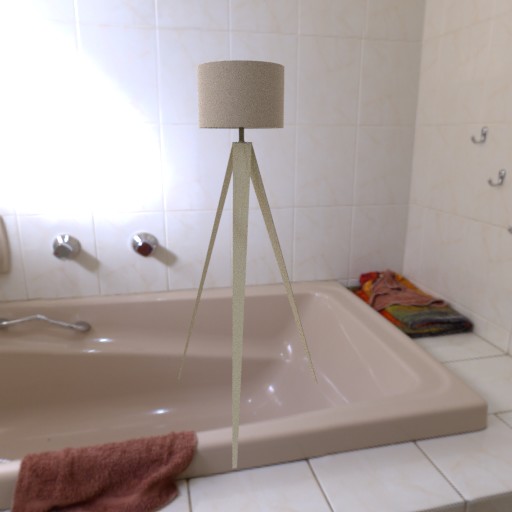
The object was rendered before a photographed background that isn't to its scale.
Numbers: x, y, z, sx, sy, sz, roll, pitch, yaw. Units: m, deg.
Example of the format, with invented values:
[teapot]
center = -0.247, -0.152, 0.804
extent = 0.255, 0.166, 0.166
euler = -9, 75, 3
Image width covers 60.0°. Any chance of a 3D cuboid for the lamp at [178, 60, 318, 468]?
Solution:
[lamp]
center = 0.000, 0.000, 1.913
extent = 0.724, 1.524, 0.716
euler = -3, 15, -10
